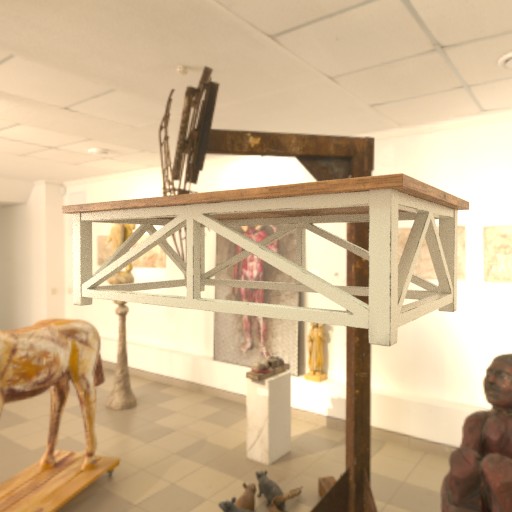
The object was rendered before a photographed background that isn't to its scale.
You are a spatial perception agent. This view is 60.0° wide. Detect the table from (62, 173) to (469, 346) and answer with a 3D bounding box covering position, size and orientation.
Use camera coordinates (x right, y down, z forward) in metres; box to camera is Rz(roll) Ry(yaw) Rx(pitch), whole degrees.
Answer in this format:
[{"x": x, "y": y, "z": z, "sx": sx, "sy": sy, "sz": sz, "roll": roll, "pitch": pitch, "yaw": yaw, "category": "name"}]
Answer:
[{"x": 0.000, "y": 0.000, "z": 1.752, "sx": 1.400, "sy": 0.410, "sz": 0.800, "roll": 1, "pitch": 1, "yaw": 36, "category": "table"}]
